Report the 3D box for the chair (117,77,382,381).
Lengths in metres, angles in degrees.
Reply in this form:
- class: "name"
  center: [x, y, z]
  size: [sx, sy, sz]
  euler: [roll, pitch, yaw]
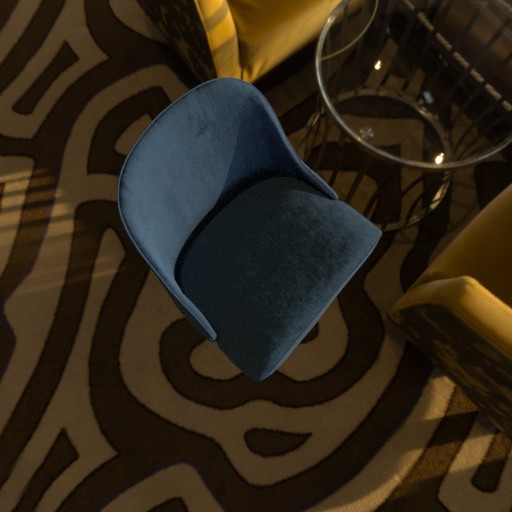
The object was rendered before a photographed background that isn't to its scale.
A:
- class: "chair"
  center: [0.000, 0.000, 1.253]
  size: [0.489, 0.927, 0.526]
  euler: [40, 79, 9]
